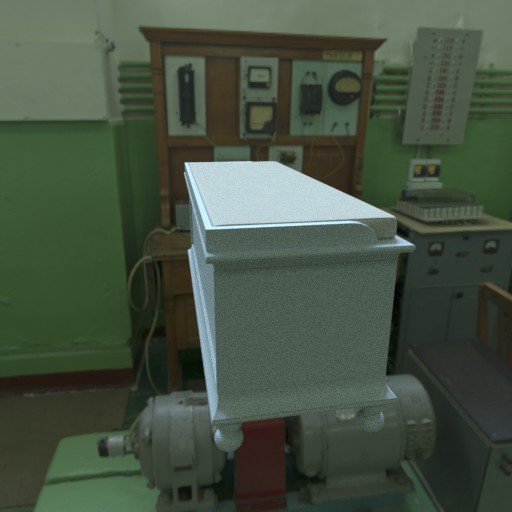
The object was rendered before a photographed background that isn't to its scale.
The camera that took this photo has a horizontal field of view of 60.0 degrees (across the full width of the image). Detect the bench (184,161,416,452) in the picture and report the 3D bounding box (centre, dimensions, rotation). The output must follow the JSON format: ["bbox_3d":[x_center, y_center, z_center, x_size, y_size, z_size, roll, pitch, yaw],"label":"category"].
[{"bbox_3d":[0.000,0.000,1.427,0.402,0.486,1.185,-3,18,-10],"label":"bench"}]
